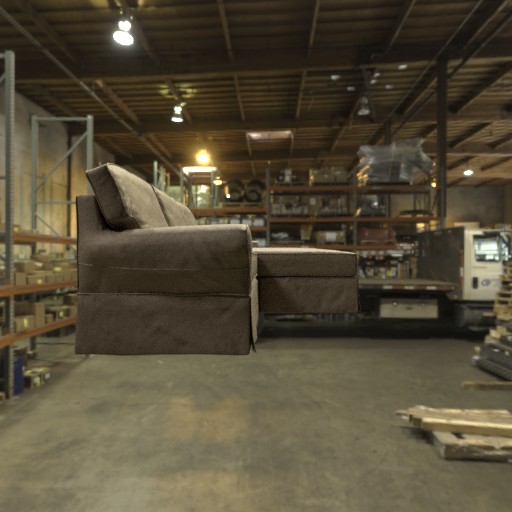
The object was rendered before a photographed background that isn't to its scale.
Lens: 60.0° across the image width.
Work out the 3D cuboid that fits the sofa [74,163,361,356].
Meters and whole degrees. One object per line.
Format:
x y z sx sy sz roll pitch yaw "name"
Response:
0.000 0.000 3.343 1.733 0.978 2.475 0 0 1 "sofa"
